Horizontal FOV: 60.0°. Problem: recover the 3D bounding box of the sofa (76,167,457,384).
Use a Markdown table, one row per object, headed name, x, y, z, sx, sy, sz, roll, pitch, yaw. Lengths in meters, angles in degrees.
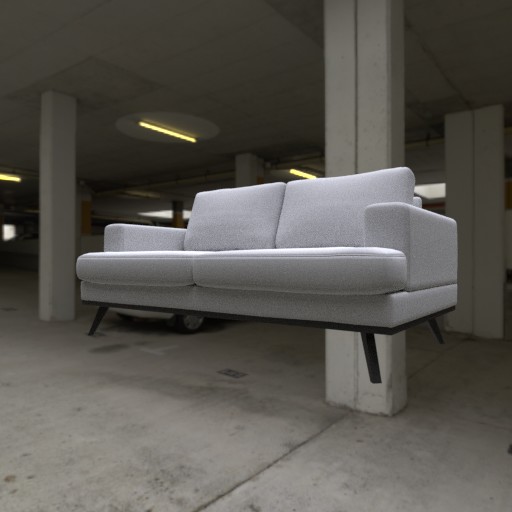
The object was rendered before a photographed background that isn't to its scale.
| name | x | y | z | sx | sy | sz | roll | pitch | yaw |
| --- | --- | --- | --- | --- | --- | --- | --- | --- | --- |
| sofa | 0.000 | 0.000 | 2.164 | 1.650 | 0.810 | 0.920 | 0 | -1 | 36 |
